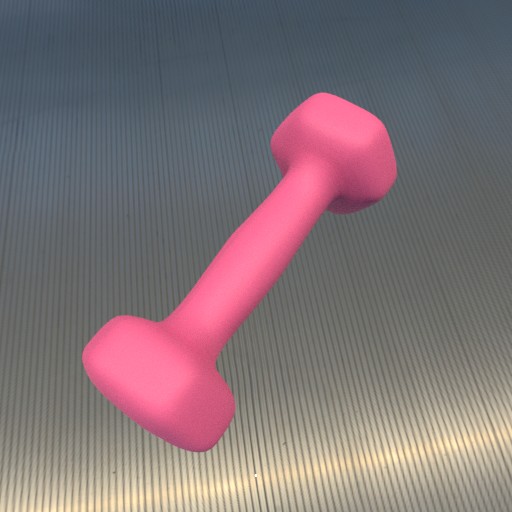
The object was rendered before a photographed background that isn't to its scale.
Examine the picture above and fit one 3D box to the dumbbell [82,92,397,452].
[{"bbox_3d":[0.000,0.000,0.174,0.058,0.053,0.146,33,68,15],"label":"dumbbell"}]
